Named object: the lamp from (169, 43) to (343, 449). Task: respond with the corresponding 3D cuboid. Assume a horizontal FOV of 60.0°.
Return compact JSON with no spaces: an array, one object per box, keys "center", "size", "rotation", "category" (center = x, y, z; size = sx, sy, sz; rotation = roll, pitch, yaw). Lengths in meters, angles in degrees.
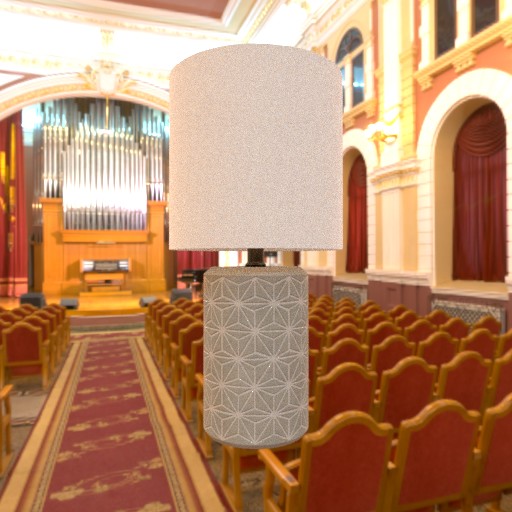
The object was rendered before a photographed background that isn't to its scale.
[{"center":[0.000,0.000,0.536],"size":[0.206,0.416,0.206],"rotation":[0,0,-18],"category":"lamp"}]
